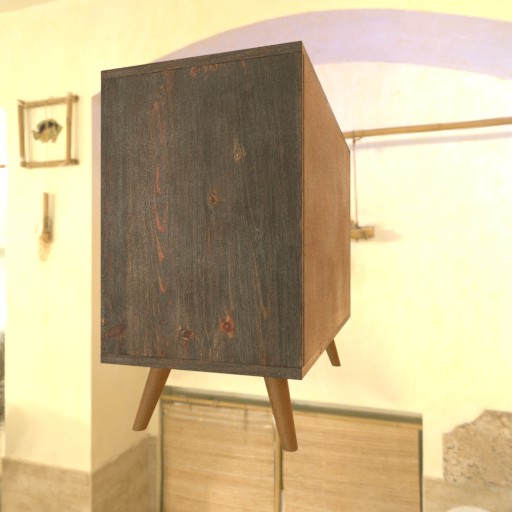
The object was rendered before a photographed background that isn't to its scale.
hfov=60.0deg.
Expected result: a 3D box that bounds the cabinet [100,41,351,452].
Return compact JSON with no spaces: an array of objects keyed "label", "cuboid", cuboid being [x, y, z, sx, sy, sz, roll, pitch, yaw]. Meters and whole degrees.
[{"label":"cabinet","cuboid":[0.000,0.000,1.490,0.529,0.897,1.023,0,0,18]}]
